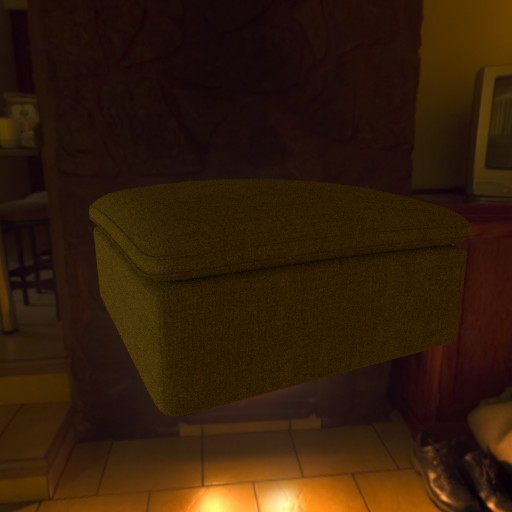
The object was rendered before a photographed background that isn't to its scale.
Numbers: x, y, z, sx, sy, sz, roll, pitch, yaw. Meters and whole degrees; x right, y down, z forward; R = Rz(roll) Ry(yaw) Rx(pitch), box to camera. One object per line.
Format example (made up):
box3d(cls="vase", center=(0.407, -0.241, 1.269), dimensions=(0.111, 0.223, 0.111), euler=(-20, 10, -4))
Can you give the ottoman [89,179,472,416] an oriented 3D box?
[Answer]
box3d(cls="ottoman", center=(0.000, 0.000, 1.669), dimensions=(1.067, 0.559, 1.067), euler=(-7, 15, -26))
